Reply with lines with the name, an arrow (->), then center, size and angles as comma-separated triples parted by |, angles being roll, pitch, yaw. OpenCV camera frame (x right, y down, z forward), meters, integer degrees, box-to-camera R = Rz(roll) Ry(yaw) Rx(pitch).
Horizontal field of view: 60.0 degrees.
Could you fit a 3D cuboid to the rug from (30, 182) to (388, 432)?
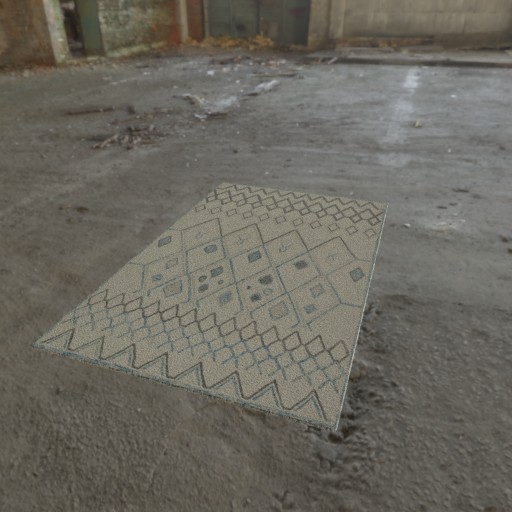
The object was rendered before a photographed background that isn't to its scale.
rug -> 0.000, 0.000, 2.972 | 1.524, 0.015, 2.439 | 10, 31, 17
